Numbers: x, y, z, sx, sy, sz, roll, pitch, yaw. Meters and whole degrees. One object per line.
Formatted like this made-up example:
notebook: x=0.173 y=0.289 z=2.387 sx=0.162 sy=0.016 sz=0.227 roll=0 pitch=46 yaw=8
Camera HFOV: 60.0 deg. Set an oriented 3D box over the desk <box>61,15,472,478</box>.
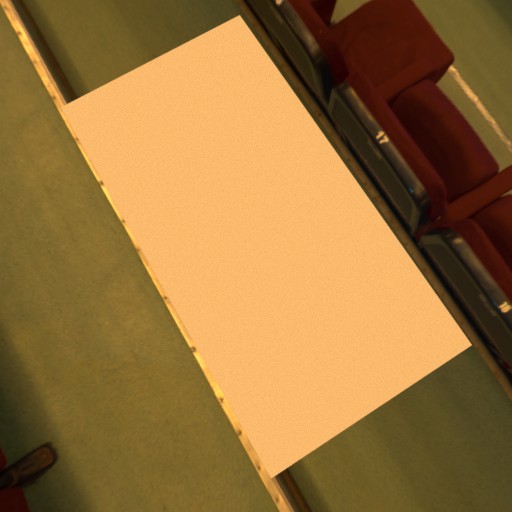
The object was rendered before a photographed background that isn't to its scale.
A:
desk: x=0.000 y=0.000 z=1.293 sx=0.482 sy=0.730 sz=0.898 roll=-31 pitch=79 yaw=-7
